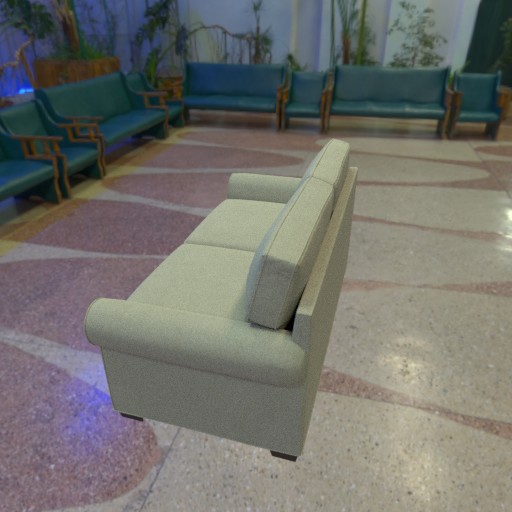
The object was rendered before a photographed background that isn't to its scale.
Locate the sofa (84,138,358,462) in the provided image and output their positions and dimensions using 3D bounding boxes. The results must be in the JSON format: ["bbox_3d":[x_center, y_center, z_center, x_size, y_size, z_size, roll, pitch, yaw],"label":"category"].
[{"bbox_3d":[0.000,0.000,2.333,0.861,0.933,1.774,8,30,15],"label":"sofa"}]
